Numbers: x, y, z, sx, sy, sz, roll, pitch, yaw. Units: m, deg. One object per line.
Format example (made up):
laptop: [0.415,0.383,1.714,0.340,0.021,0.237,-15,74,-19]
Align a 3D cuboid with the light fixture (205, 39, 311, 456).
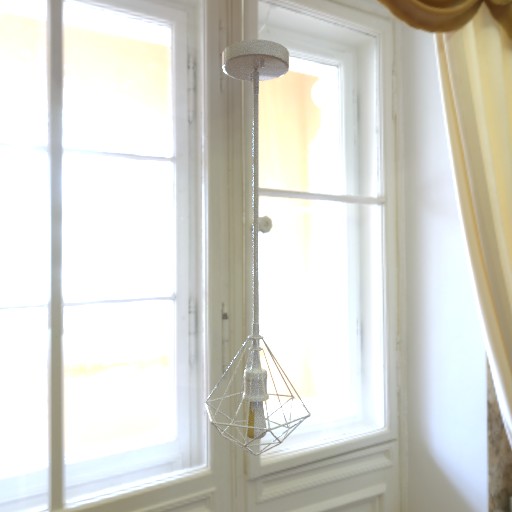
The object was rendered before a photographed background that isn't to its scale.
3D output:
light fixture: [0.000,0.000,1.956,0.487,1.764,0.431,0,0,18]
